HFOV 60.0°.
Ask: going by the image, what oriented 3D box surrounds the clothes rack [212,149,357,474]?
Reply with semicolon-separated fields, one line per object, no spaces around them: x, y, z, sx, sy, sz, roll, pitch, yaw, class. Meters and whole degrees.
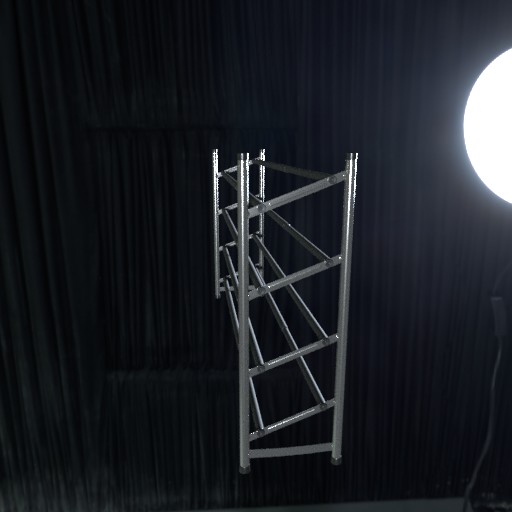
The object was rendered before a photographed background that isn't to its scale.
0.000;0.000;1.446;0.229;0.672;1.168;-2;14;-7;clothes rack
